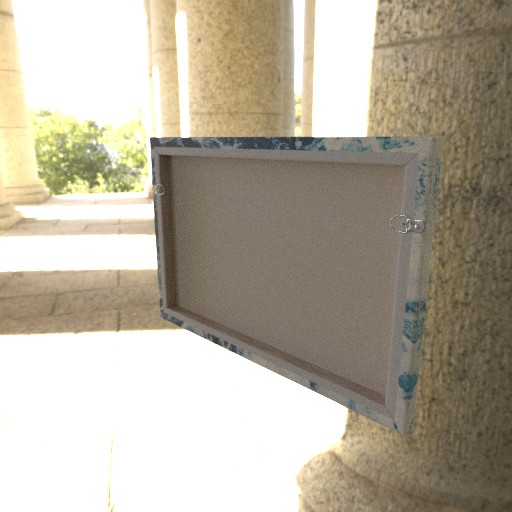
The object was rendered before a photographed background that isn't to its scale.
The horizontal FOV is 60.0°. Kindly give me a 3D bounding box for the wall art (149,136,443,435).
[{"bbox_3d":[0.000,0.000,1.176,0.915,0.610,0.042,14,20,43],"label":"wall art"}]
